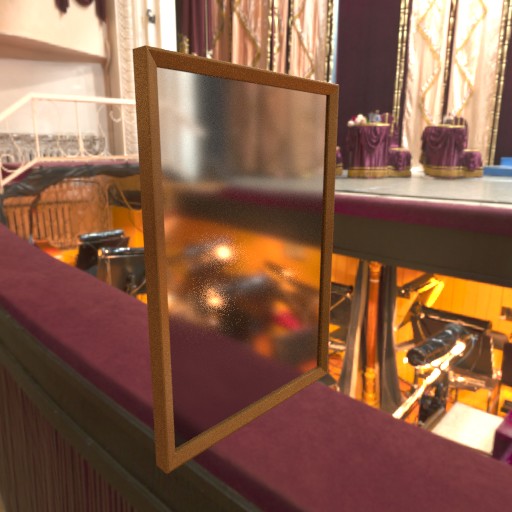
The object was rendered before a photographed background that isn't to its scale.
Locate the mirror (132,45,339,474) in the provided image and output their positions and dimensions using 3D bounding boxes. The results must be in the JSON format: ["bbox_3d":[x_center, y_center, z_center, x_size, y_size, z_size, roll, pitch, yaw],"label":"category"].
[{"bbox_3d":[0.000,0.000,0.907,0.039,0.710,0.507,12,17,42],"label":"mirror"}]
